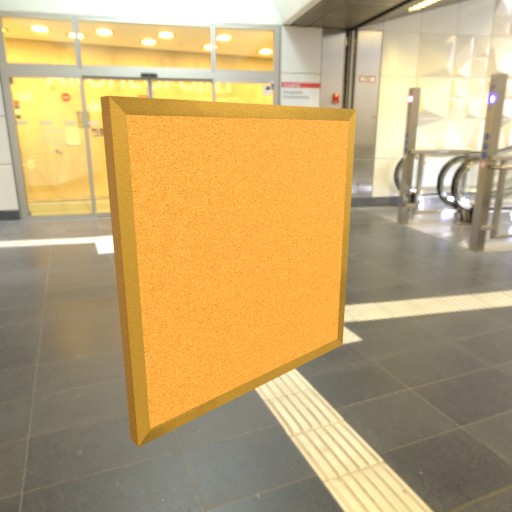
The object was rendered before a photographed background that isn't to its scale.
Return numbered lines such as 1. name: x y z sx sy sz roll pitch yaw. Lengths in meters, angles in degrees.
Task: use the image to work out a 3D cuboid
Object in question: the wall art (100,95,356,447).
1. wall art: 0.000 0.000 1.176 0.762 0.762 0.038 -14 21 -40
